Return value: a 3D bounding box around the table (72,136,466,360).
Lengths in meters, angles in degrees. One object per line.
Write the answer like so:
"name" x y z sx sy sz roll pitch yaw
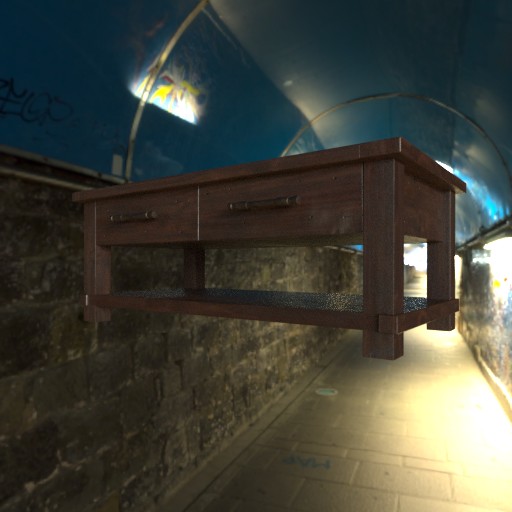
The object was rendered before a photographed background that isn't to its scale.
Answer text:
"table" 0.000 0.000 1.598 1.270 0.494 0.700 -1 -1 36
